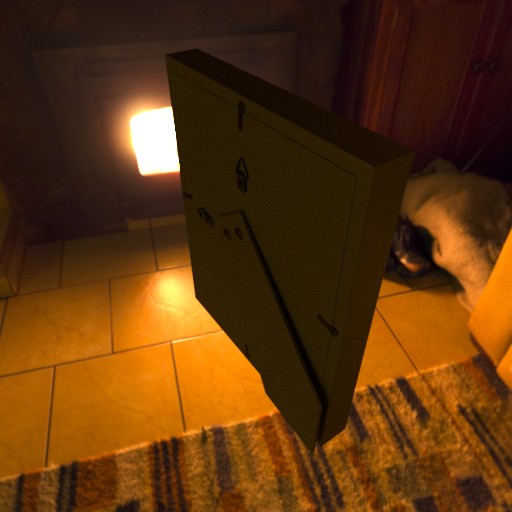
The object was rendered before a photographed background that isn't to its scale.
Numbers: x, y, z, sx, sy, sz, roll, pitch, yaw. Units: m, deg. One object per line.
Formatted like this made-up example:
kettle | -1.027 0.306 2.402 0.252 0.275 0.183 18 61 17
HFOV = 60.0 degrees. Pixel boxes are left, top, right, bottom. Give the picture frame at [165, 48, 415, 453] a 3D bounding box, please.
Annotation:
picture frame | 0.000 0.000 0.388 0.042 0.284 0.232 -24 46 -26
